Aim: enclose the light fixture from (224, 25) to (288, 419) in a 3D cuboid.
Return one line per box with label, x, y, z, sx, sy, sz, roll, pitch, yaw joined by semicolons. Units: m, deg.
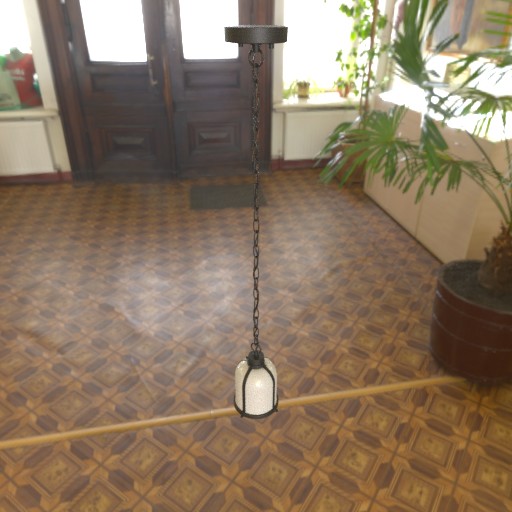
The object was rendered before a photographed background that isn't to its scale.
light fixture;0.000;0.000;1.282;0.178;1.181;0.178;18;34;29
